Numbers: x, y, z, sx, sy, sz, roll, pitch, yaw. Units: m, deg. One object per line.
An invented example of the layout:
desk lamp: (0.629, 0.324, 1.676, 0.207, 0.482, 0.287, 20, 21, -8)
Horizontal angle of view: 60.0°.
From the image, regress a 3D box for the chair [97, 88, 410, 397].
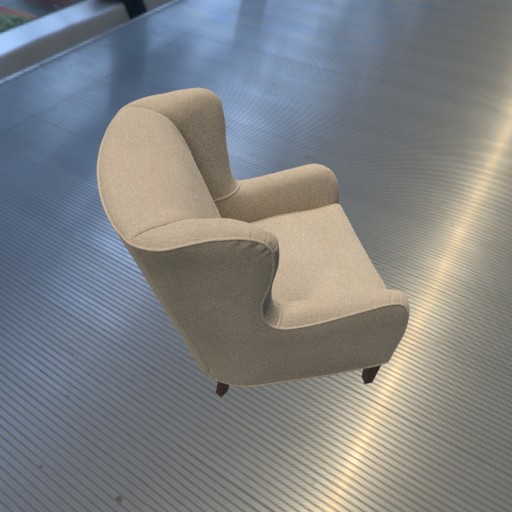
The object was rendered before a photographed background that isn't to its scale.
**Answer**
chair: (0.000, 0.000, 1.736, 0.966, 1.040, 0.838, -10, 47, -9)
